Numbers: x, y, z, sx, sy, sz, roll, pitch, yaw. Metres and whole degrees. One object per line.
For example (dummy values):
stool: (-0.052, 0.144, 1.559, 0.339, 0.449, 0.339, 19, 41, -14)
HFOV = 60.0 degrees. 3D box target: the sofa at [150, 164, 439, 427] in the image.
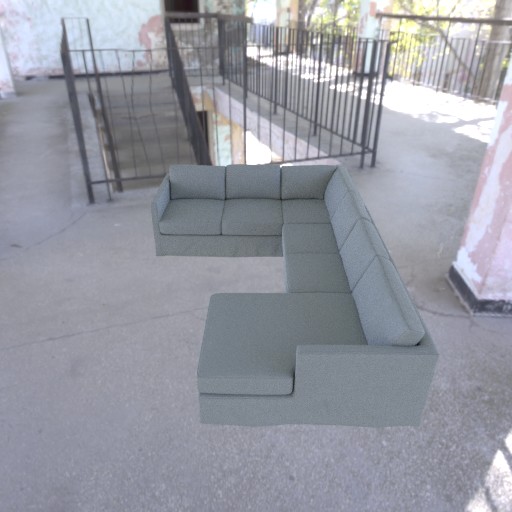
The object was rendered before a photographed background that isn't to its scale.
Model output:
sofa: (0.000, 0.000, 4.460, 2.427, 0.882, 3.460, 0, 30, 1)
